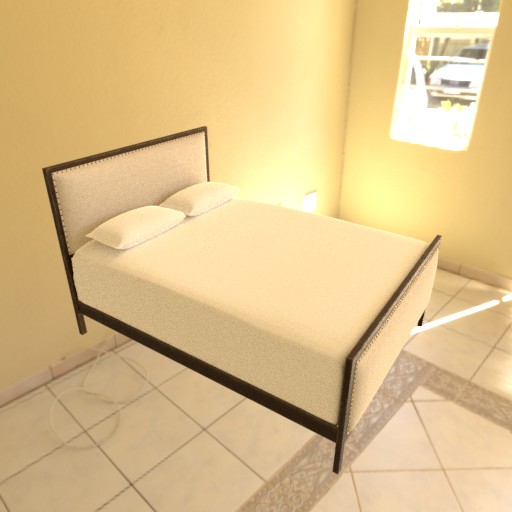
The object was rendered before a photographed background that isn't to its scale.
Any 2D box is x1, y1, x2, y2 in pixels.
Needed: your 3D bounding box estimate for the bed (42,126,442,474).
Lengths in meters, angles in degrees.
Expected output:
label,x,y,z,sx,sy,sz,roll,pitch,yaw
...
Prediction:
label,x,y,z,sx,sy,sz,roll,pitch,yaw
bed,0.000,0.000,3.178,2.221,1.313,1.607,17,32,30
